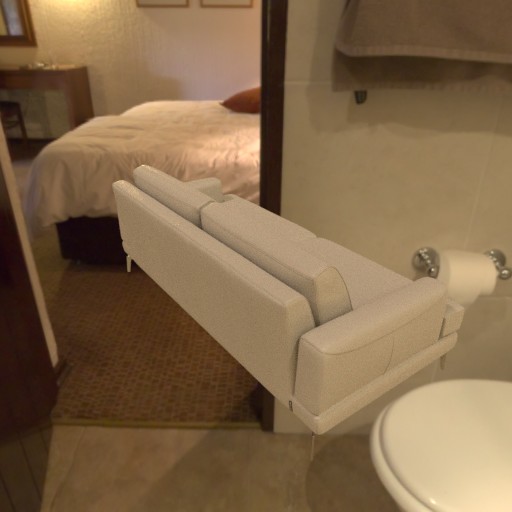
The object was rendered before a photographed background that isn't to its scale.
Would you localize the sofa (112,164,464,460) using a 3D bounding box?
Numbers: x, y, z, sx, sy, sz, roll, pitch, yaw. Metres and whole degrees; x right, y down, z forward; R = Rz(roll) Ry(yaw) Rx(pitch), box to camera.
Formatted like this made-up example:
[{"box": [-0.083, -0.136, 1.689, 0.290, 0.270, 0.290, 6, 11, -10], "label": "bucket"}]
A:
[{"box": [0.000, 0.000, 2.443, 0.974, 0.765, 1.940, -18, 32, -32], "label": "sofa"}]
